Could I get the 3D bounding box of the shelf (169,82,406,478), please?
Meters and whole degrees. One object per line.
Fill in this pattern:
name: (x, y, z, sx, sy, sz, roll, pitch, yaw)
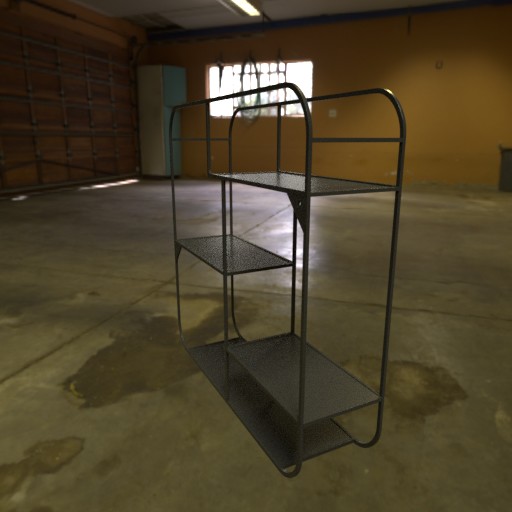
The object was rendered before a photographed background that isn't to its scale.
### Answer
shelf: (0.000, 0.000, 0.894, 0.160, 0.600, 0.600, -7, 17, -26)
